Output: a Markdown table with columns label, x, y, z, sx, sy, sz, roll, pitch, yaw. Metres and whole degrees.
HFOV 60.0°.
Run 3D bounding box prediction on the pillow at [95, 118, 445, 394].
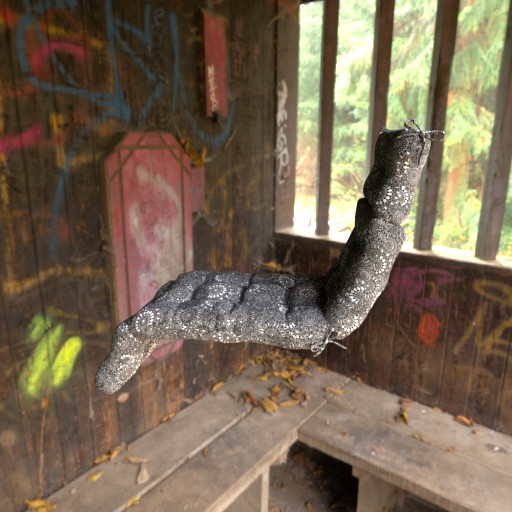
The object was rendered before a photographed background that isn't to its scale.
| label | x | y | z | sx | sy | sz | roll | pitch | yaw |
| --- | --- | --- | --- | --- | --- | --- | --- | --- | --- |
| pillow | 0.000 | 0.000 | 1.492 | 1.016 | 0.863 | 0.526 | 2 | 15 | 9 |
